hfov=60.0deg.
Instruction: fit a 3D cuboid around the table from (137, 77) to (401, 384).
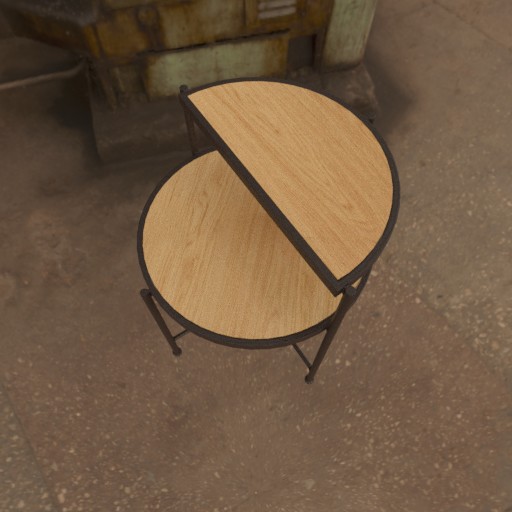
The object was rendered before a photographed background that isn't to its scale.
[{"bbox_3d":[0.000,0.000,1.188,0.628,0.684,0.629,-30,66,-15],"label":"table"}]
